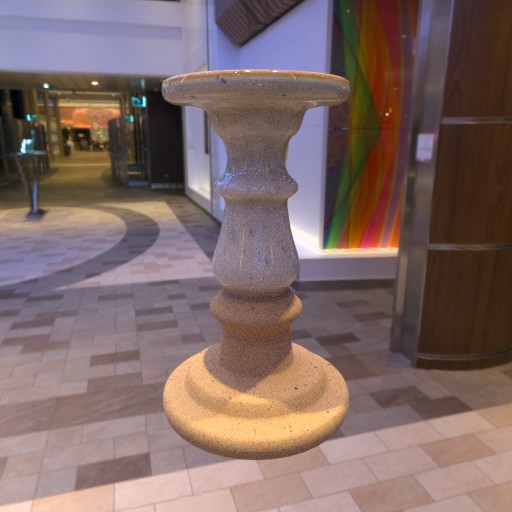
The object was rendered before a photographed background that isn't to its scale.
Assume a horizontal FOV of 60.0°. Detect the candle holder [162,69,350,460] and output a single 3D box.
[{"bbox_3d":[0.000,0.000,0.275,0.123,0.202,0.123,0,15,0],"label":"candle holder"}]
